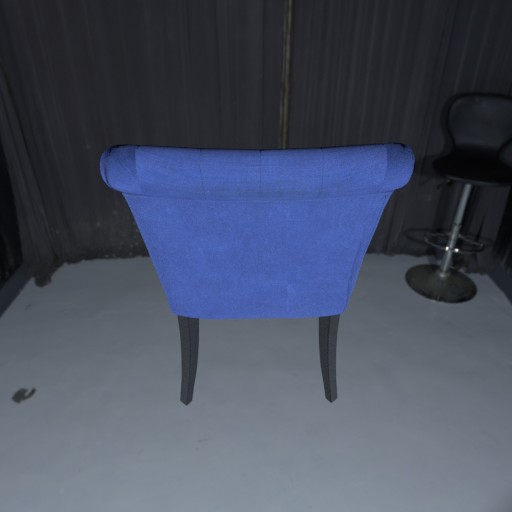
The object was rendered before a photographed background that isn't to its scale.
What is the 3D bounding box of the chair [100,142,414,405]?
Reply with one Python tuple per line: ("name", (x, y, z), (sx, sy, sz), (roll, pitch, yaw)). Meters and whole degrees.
("chair", (0.000, 0.000, 1.210), (0.585, 0.753, 0.606), (-1, 31, -1))
